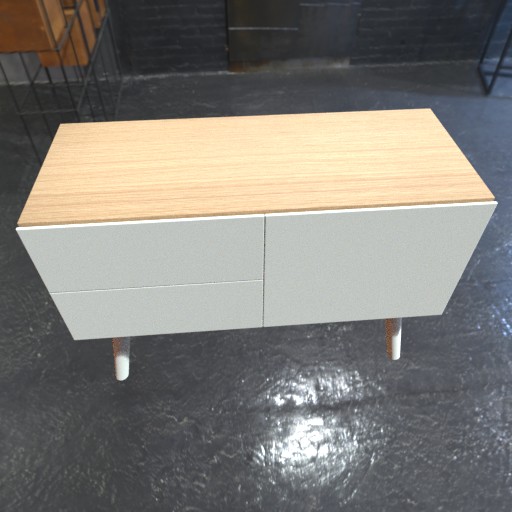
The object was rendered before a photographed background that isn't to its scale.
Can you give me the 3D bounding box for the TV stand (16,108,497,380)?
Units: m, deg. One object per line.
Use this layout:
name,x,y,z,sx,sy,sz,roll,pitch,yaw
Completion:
TV stand,0.000,0.000,1.283,0.991,0.660,0.407,-3,46,-3
